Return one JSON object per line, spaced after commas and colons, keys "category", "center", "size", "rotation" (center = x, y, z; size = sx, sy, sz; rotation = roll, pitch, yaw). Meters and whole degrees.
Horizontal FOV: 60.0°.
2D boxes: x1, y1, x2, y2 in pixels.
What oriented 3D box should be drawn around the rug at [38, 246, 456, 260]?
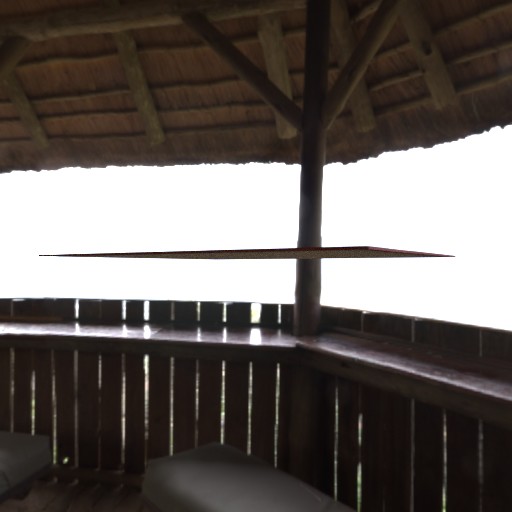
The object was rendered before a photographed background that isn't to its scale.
{"category": "rug", "center": [0.000, 0.000, 4.046], "size": [2.976, 0.018, 2.430], "rotation": [-1, -2, 34]}
